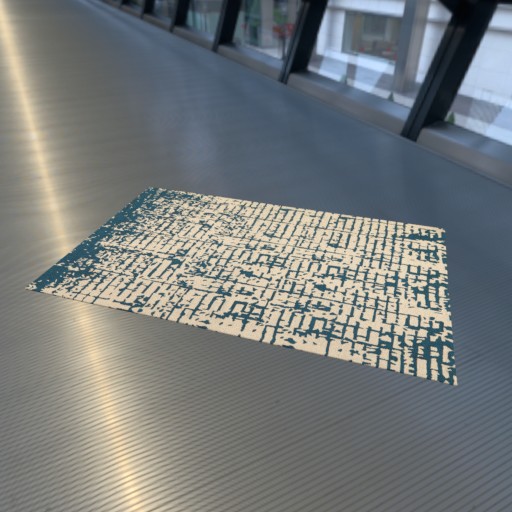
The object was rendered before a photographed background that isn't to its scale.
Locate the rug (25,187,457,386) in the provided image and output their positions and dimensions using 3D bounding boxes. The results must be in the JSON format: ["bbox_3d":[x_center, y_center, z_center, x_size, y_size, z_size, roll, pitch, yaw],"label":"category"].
[{"bbox_3d":[0.000,0.000,2.961,2.435,0.011,1.517,10,35,15],"label":"rug"}]
